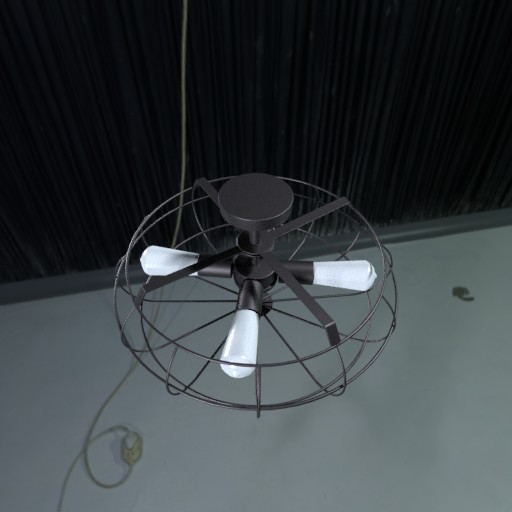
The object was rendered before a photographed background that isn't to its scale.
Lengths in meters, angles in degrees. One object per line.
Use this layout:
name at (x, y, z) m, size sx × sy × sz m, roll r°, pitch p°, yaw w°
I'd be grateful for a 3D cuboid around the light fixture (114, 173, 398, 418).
light fixture at (0.000, 0.000, 0.886) m, size 0.582 × 0.311 × 0.582 m, roll 0°, pitch 45°, yaw 0°
